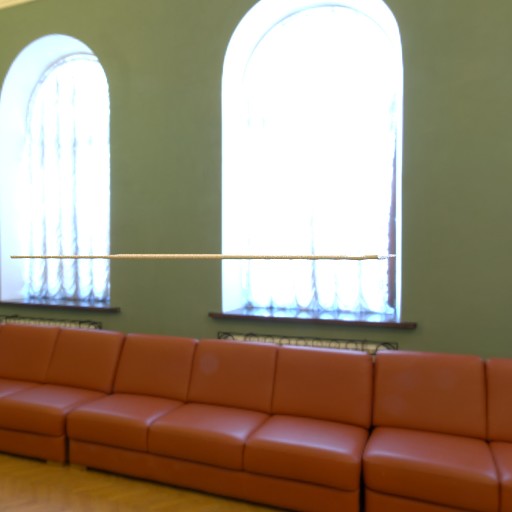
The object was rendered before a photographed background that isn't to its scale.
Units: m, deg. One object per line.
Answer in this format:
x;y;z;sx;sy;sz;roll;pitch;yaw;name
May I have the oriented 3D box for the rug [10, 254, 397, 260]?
0.000;0.000;4.661;2.734;0.037;3.659;0;0;19;rug
